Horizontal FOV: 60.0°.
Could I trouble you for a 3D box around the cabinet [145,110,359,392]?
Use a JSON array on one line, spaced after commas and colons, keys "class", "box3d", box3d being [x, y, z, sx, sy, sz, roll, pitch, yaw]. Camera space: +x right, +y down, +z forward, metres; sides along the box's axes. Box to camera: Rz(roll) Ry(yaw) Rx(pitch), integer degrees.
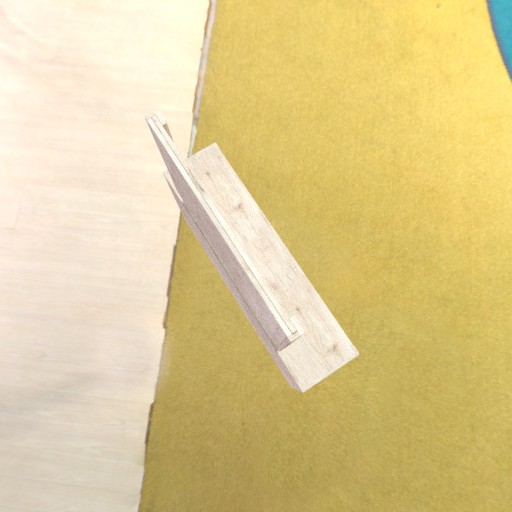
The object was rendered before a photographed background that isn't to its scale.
[{"class": "cabinet", "box3d": [0.000, 0.000, 2.797, 0.420, 1.981, 1.700, -32, 78, -8]}]
